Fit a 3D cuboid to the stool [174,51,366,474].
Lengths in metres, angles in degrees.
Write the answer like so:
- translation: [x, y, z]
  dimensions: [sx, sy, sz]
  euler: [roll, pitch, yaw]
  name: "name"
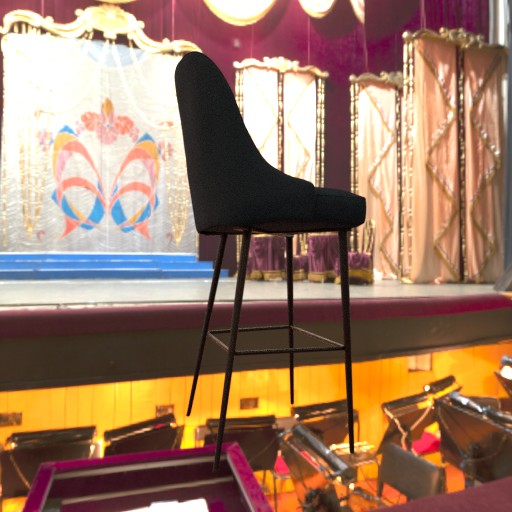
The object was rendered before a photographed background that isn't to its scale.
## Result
- translation: [0.000, 0.000, 1.349]
  dimensions: [0.489, 1.079, 0.527]
  euler: [0, 0, -18]
  name: "stool"
